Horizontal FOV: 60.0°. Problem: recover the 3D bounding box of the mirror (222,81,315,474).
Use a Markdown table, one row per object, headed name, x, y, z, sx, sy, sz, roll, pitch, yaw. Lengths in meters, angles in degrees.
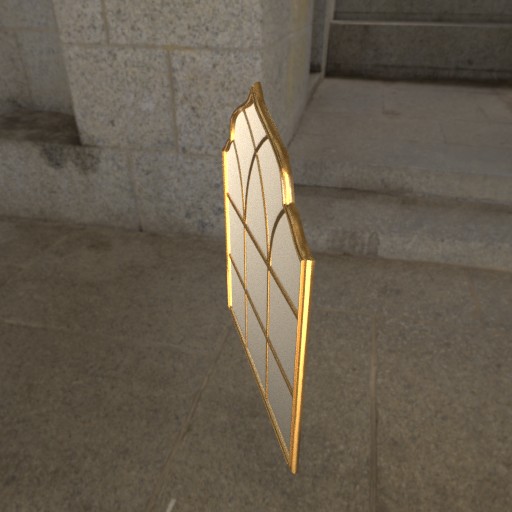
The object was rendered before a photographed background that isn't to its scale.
| name | x | y | z | sx | sy | sz | roll | pitch | yaw |
| --- | --- | --- | --- | --- | --- | --- | --- | --- | --- |
| mirror | 0.000 | 0.000 | 0.856 | 0.018 | 0.635 | 0.513 | -8 | 32 | -14 |
